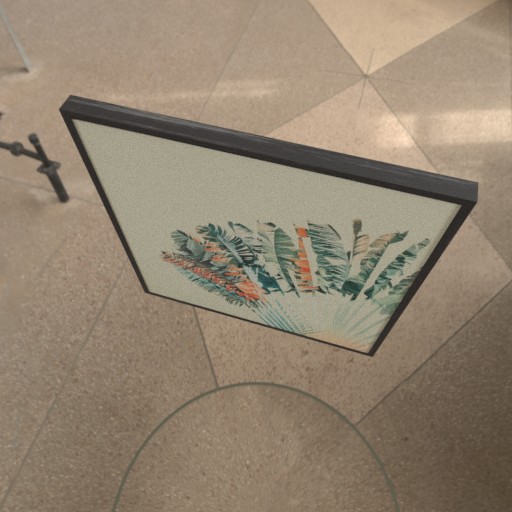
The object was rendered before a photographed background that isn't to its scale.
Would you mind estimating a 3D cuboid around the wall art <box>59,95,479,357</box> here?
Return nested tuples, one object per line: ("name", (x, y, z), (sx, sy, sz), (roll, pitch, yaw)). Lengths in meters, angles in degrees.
("wall art", (0.000, 0.000, 1.109), (0.762, 0.758, 0.043), (15, 59, 9))
